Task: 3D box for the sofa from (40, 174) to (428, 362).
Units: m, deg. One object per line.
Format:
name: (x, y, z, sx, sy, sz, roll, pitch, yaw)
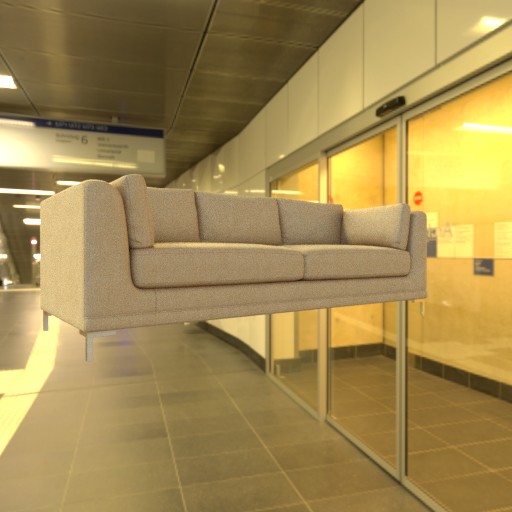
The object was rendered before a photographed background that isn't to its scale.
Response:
sofa: (0.000, 0.000, 2.901, 2.415, 0.867, 0.969, 0, 0, -36)
